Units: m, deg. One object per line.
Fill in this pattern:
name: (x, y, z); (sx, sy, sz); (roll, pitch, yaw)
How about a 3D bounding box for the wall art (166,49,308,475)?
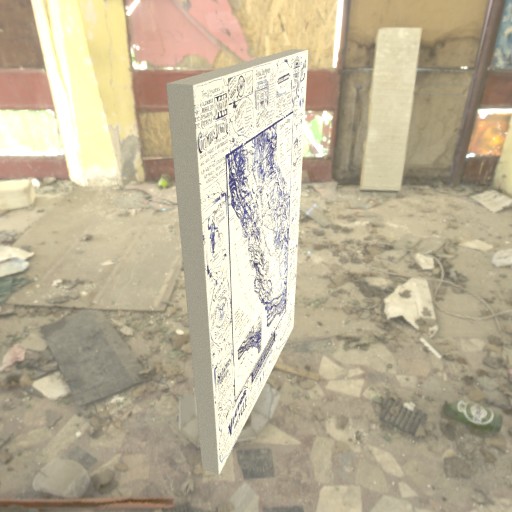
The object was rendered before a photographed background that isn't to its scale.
wall art: (0.000, 0.000, 0.934); (0.039, 0.753, 0.511); (11, 31, 19)
